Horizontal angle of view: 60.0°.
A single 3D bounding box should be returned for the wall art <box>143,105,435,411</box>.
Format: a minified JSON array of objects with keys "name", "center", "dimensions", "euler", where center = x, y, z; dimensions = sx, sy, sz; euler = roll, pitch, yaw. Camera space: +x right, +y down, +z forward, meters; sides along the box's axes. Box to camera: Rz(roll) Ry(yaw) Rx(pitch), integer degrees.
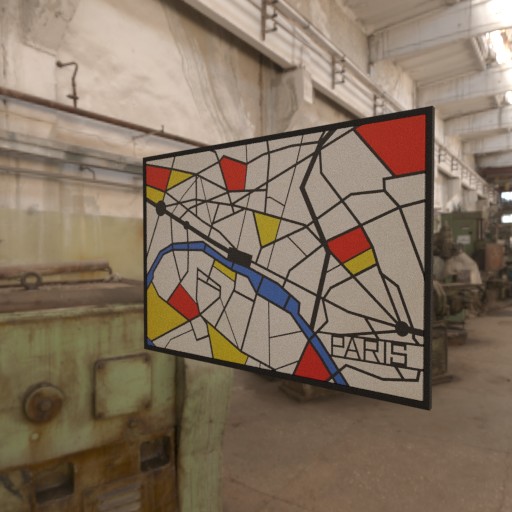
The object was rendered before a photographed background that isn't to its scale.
[{"name":"wall art","center":[0.000,0.000,0.869],"dimensions":[0.664,0.458,0.013],"euler":[1,2,37]}]
